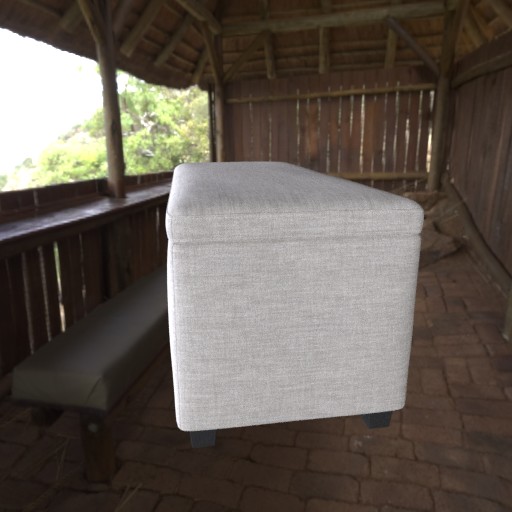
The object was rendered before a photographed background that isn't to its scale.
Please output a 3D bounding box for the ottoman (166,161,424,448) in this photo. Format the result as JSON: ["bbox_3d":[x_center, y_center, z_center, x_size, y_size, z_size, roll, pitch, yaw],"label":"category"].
[{"bbox_3d":[0.000,0.000,1.123,0.419,0.432,0.902,-2,16,-9],"label":"ottoman"}]
